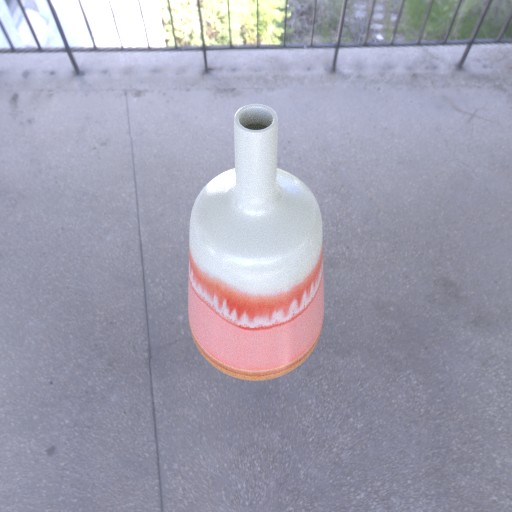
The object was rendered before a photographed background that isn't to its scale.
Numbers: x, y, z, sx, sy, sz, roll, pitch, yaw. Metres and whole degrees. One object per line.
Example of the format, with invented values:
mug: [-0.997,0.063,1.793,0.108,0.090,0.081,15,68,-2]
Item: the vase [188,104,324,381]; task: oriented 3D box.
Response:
vase: [0.000,0.000,0.385,0.144,0.296,0.144,0,57,0]
